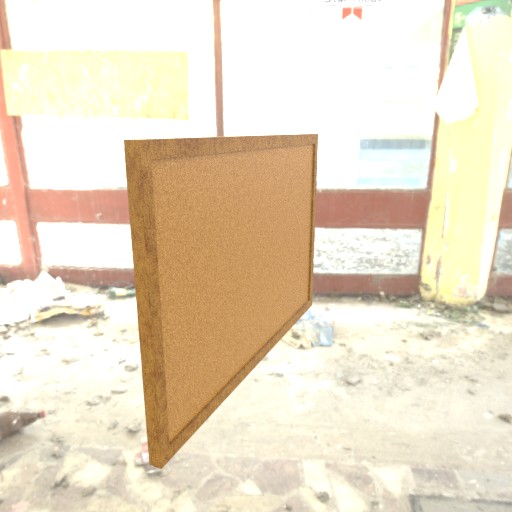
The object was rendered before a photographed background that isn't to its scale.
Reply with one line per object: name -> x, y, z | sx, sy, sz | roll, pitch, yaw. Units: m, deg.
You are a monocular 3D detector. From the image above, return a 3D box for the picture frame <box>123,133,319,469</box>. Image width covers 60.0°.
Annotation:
picture frame -> 0.000, 0.000, 1.183 | 0.029, 0.621, 0.922 | 7, 18, 24
